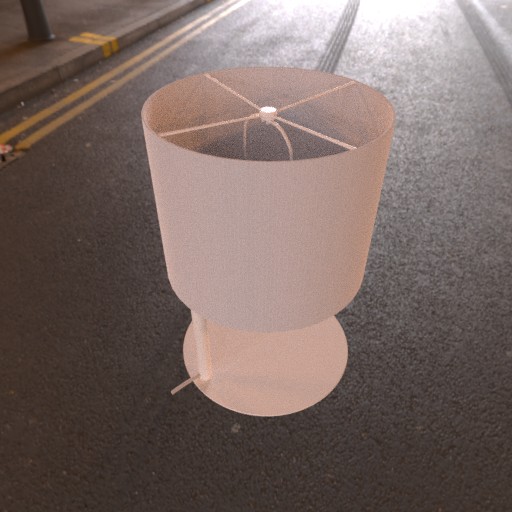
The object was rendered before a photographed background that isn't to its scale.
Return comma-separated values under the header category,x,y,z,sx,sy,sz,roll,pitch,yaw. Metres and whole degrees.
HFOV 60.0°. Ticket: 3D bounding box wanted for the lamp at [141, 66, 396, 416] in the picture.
category,x,y,z,sx,sy,sz,roll,pitch,yaw
lamp,0.000,0.000,0.668,0.341,0.454,0.299,-25,45,-27
